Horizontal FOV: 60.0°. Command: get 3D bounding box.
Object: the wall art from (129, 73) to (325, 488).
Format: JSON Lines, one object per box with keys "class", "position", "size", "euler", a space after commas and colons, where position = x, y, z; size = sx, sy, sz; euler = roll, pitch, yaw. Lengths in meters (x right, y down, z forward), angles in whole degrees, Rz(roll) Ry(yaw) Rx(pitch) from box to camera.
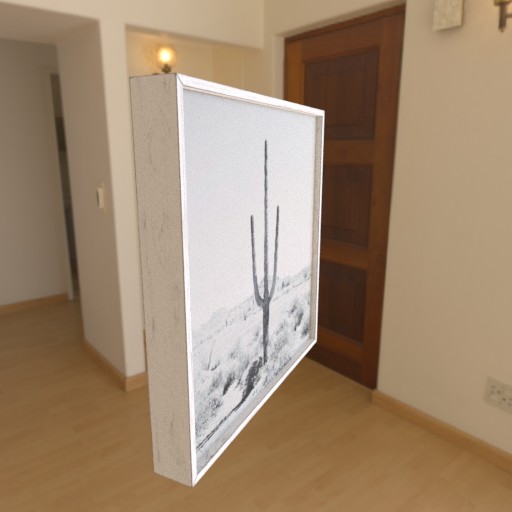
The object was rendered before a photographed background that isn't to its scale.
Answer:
{"class": "wall art", "position": [0.000, 0.000, 0.454], "size": [0.038, 0.305, 0.305], "euler": [6, 15, 25]}
